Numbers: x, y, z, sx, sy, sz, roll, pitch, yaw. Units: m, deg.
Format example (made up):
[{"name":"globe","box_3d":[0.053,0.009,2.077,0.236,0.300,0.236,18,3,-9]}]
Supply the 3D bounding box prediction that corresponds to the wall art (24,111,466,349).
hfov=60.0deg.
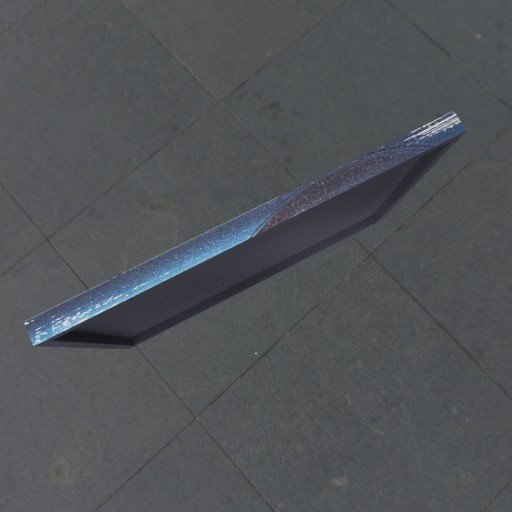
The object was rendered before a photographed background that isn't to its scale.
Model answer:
[{"name":"wall art","box_3d":[0.000,0.000,0.755,0.609,0.406,0.033,-27,79,-6]}]
